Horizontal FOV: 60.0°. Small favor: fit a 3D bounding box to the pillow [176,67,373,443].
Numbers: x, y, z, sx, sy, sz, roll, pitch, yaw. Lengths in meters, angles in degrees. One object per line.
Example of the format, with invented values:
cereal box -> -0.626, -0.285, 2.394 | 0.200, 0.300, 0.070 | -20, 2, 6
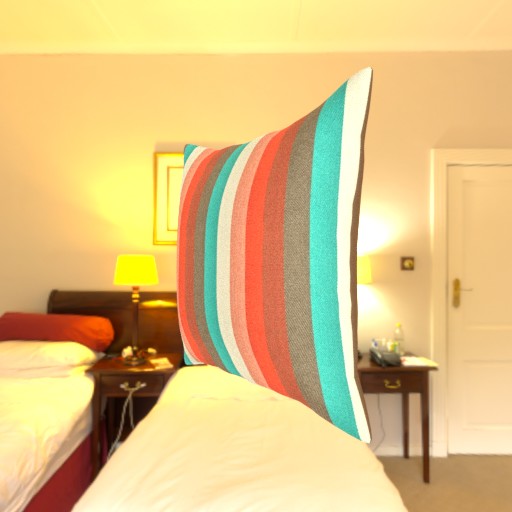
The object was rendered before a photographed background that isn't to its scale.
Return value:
pillow -> 0.000, 0.000, 0.700 | 0.168, 0.443, 0.453 | 0, 0, -37
